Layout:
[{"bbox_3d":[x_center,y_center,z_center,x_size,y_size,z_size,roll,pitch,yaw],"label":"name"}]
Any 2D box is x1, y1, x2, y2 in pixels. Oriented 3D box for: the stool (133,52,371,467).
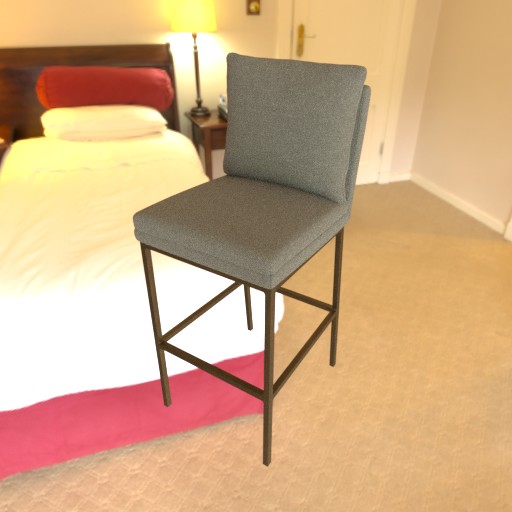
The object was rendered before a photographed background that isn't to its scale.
[{"bbox_3d":[0.000,0.000,1.408,0.463,1.132,0.569,18,35,28],"label":"stool"}]
